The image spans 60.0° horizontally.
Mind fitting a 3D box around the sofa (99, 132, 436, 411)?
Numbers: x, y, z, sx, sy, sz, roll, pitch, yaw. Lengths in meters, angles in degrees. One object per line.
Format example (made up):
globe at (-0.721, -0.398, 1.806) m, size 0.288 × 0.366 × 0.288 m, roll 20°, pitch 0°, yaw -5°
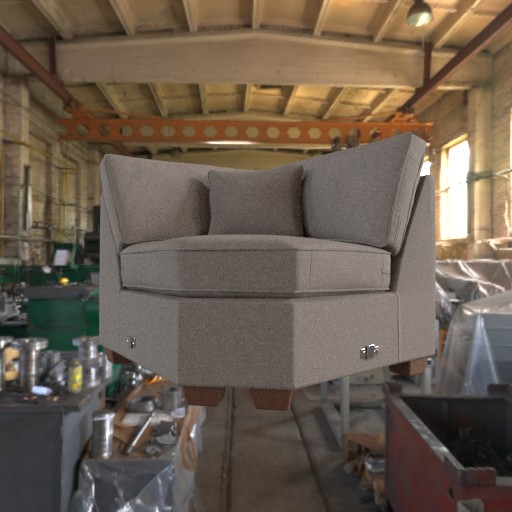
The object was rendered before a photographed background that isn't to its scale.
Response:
sofa at (0.000, 0.000, 1.863) m, size 1.050 × 0.951 × 1.042 m, roll 0°, pitch -1°, yaw -36°
